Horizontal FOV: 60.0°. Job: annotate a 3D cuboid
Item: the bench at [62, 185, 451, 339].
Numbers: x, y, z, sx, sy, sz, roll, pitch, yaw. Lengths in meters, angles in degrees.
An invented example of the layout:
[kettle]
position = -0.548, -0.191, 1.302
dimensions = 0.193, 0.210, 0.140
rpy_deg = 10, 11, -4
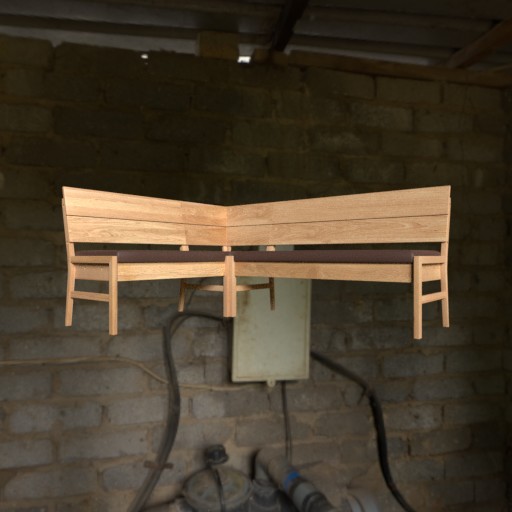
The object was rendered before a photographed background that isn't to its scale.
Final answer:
[bench]
position = 0.000, 0.000, 2.842
dimensions = 1.975, 0.890, 1.549
rpy_deg = 0, 0, 38
